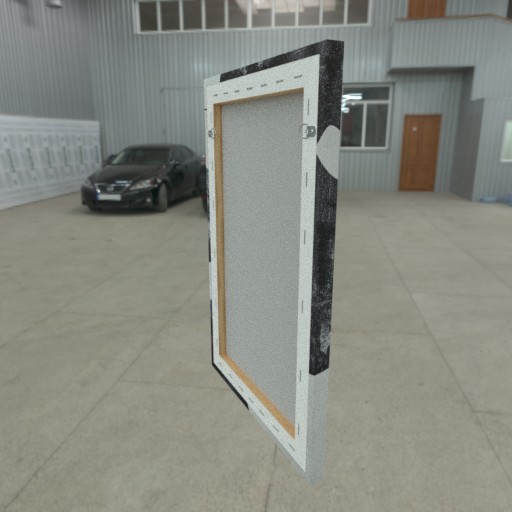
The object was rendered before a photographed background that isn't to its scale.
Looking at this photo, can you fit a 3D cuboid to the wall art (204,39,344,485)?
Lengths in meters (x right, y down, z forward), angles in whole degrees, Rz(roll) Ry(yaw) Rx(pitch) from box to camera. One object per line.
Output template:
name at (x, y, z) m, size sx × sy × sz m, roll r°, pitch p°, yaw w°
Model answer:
wall art at (0.000, 0.000, 1.144) m, size 0.041 × 0.915 × 0.610 m, roll -7°, pitch 17°, yaw -26°
